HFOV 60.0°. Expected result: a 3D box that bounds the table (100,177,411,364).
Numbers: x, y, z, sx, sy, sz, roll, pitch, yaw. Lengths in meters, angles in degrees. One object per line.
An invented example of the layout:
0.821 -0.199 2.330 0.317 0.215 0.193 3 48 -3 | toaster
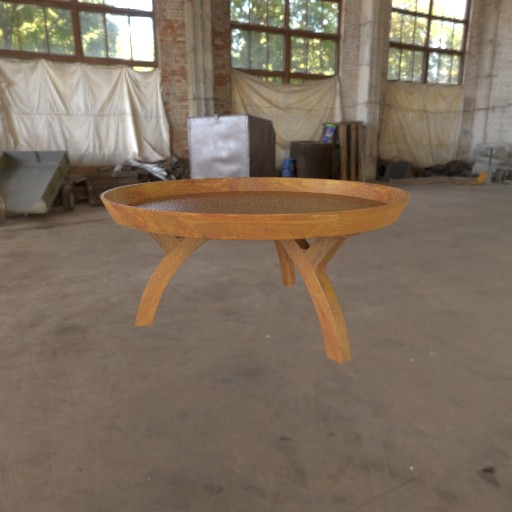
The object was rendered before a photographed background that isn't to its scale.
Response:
0.000 0.000 1.584 1.016 0.470 1.016 0 15 0 | table
